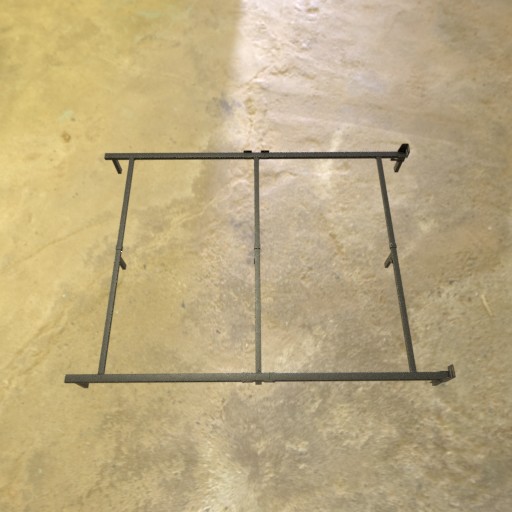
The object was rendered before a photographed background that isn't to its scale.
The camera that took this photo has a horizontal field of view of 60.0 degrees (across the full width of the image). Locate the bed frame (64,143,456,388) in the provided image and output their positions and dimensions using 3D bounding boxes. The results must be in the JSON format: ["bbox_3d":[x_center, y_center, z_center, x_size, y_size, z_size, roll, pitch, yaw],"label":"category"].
[{"bbox_3d":[0.000,0.000,2.655,1.990,0.248,1.498,0,64,0],"label":"bed frame"}]
